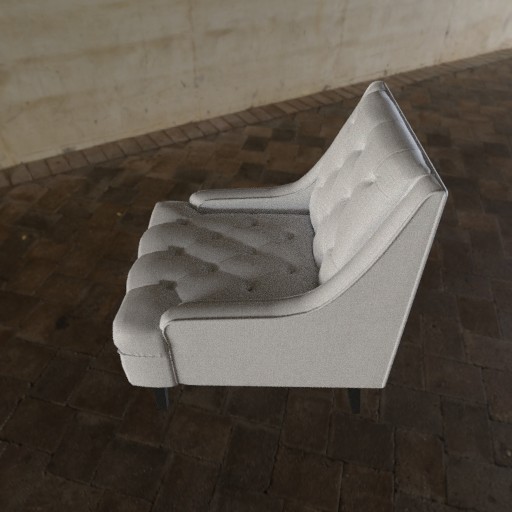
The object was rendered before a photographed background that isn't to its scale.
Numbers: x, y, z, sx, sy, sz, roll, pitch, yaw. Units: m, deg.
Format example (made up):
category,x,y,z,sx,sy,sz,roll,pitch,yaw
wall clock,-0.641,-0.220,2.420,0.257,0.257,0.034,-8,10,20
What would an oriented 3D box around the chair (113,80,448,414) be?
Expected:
category,x,y,z,sx,sy,sz,roll,pitch,yaw
chair,0.000,0.000,1.387,0.772,0.891,0.658,1,40,1
